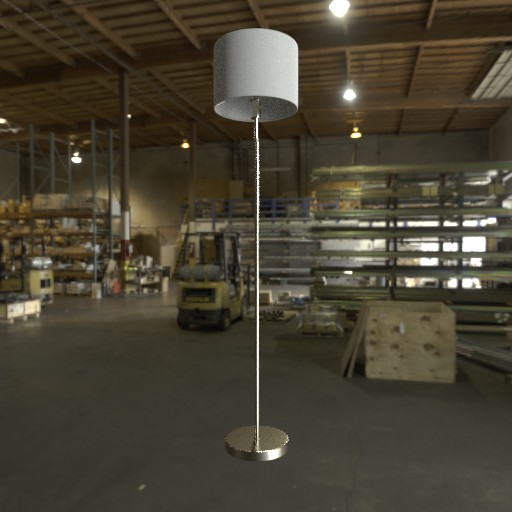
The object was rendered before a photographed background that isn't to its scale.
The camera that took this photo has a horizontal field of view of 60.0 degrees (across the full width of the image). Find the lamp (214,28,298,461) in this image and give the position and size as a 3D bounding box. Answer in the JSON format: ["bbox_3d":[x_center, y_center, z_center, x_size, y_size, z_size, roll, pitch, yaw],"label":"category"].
[{"bbox_3d":[0.000,0.000,1.769,0.324,1.600,0.416,0,1,1],"label":"lamp"}]
